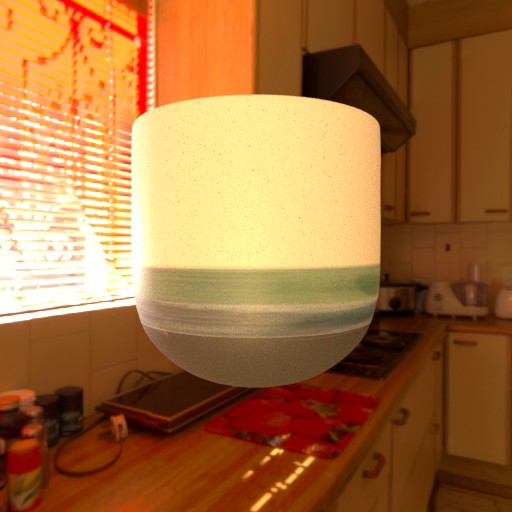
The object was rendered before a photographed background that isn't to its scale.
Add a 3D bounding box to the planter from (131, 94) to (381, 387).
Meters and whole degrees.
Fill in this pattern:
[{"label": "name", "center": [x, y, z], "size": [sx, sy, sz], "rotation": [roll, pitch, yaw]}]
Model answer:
[{"label": "planter", "center": [0.000, 0.000, 0.496], "size": [0.268, 0.270, 0.268], "rotation": [0, 1, 0]}]
